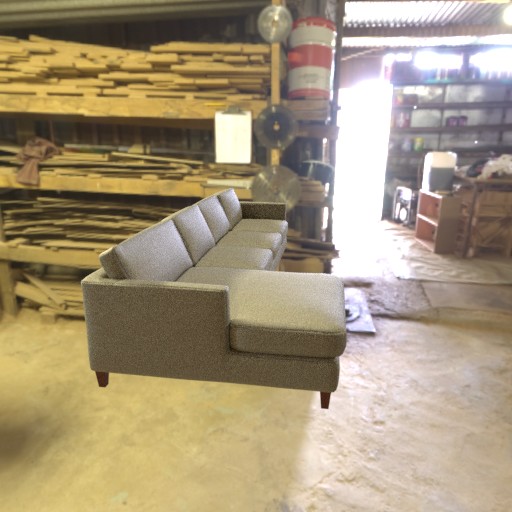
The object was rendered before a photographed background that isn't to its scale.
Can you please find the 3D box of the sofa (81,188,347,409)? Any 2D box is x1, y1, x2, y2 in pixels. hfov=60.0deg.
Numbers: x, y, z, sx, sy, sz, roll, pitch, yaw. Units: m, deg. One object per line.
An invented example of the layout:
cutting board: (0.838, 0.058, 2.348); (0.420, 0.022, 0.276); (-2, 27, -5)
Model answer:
sofa: (0.000, 0.000, 3.918); (1.502, 0.876, 3.201); (3, 15, 9)
